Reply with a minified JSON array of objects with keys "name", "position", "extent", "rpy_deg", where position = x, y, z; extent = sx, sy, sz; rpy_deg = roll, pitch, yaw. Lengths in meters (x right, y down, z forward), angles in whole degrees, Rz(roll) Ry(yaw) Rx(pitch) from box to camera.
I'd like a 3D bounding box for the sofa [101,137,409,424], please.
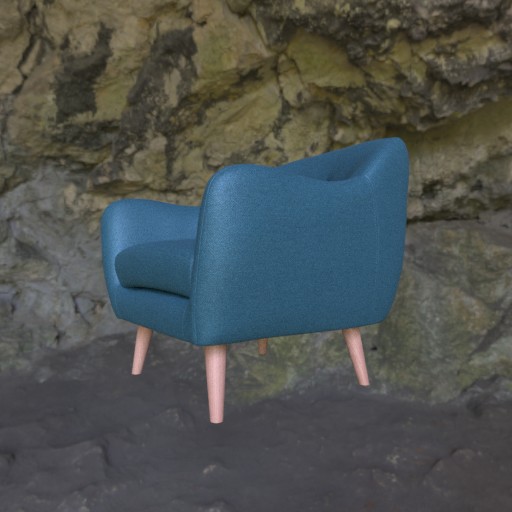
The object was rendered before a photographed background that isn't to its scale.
[{"name":"sofa","position":[0.000,0.000,1.498],"extent":[0.825,0.817,0.836],"rpy_deg":[0,0,-36]}]
